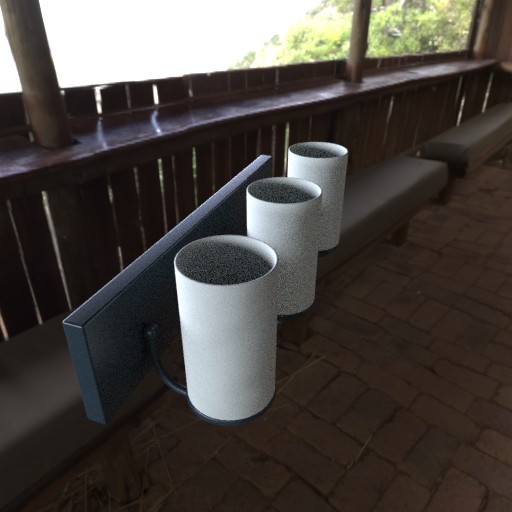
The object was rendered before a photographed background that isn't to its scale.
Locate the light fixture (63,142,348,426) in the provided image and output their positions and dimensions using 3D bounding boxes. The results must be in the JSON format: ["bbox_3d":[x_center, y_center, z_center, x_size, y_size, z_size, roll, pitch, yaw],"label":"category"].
[{"bbox_3d":[0.000,0.000,0.516,0.145,0.172,0.451,10,31,17],"label":"light fixture"}]
